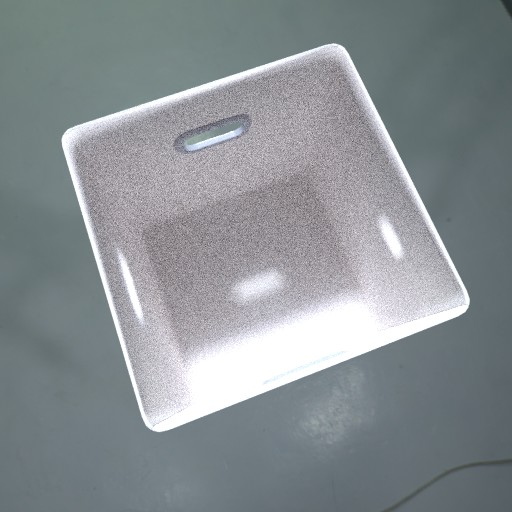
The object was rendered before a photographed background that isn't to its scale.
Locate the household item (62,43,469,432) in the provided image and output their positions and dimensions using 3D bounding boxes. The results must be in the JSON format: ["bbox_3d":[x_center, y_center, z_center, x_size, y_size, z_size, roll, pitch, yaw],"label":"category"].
[{"bbox_3d":[0.000,0.000,0.560,0.305,0.305,0.305,-20,77,-5],"label":"household item"}]
